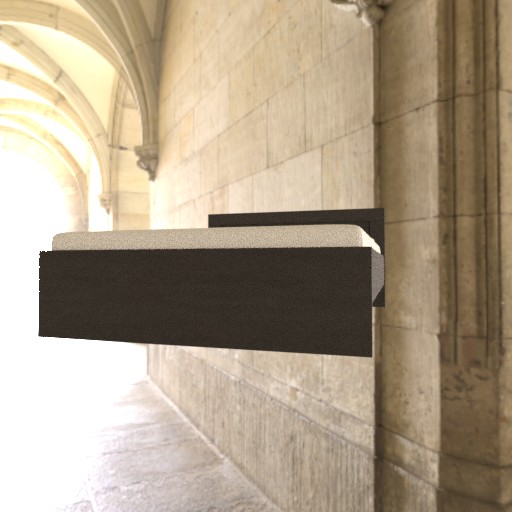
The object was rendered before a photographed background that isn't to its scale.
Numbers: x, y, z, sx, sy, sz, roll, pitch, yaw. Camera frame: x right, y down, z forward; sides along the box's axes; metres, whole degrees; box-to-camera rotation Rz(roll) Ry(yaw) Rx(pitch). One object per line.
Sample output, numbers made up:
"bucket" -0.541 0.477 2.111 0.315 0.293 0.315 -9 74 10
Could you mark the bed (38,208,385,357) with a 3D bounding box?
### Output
"bed" 0.000 0.000 2.925 1.585 0.823 2.073 0 -1 18
